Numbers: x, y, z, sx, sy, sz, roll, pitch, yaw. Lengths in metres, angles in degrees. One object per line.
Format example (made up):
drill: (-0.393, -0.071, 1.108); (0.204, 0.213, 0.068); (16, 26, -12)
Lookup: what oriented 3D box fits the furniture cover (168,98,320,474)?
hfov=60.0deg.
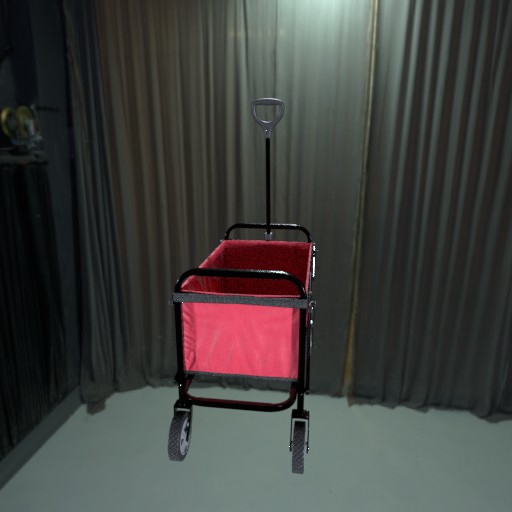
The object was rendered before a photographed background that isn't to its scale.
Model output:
furniture cover: (0.000, 0.000, 1.840); (0.532, 1.295, 1.038); (2, 15, 8)
